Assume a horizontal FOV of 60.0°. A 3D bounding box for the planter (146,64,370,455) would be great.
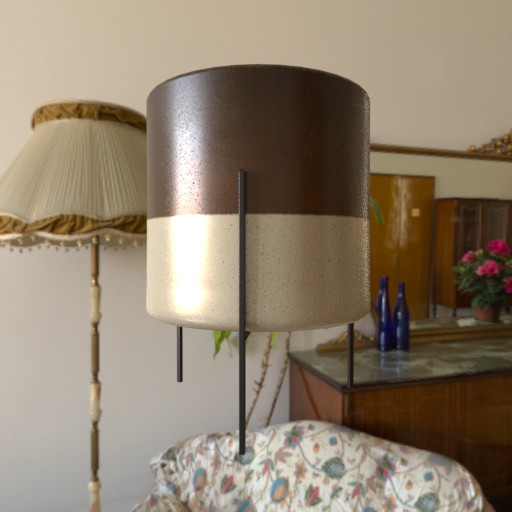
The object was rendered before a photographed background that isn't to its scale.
[{"bbox_3d":[0.000,0.000,0.704,0.354,0.465,0.345,1,1,36],"label":"planter"}]
